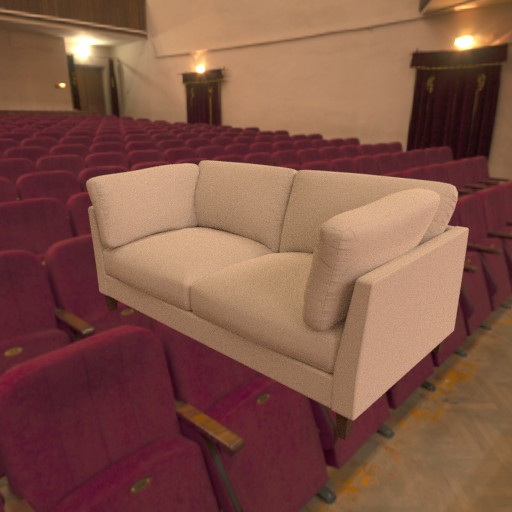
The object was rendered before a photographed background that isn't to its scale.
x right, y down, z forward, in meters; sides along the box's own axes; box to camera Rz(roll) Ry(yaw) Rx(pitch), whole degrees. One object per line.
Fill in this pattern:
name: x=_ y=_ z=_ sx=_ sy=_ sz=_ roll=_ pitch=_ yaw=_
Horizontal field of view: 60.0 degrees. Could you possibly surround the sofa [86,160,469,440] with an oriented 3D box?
sofa: x=0.000 y=0.000 z=2.275 sx=1.776 sy=0.836 sz=0.970 roll=15 pitch=23 yaw=41
